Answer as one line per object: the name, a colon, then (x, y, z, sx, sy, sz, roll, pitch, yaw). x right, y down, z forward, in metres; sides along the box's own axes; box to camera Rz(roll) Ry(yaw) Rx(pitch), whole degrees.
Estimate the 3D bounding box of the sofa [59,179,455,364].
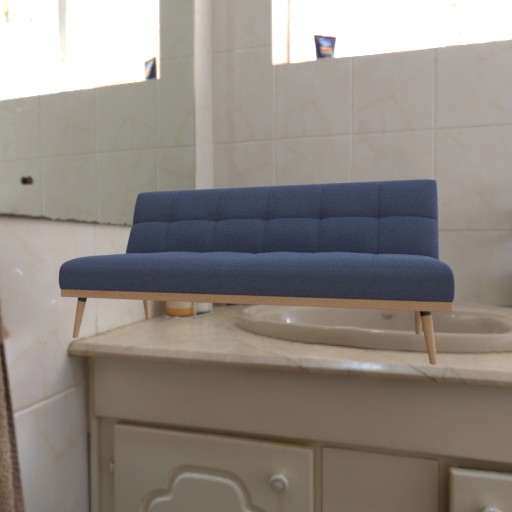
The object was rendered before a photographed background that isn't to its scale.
sofa: (0.000, 0.000, 2.270, 1.800, 0.800, 0.796, 0, 1, 18)
